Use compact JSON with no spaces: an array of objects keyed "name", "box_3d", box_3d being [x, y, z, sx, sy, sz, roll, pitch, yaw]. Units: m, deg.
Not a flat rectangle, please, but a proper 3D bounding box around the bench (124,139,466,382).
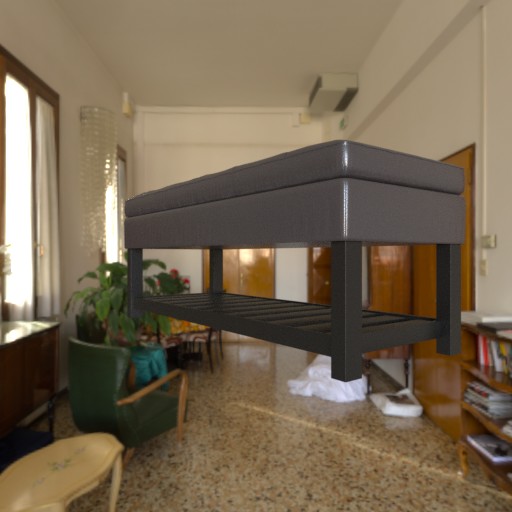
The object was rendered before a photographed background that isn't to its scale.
[{"name":"bench","box_3d":[0.000,0.000,1.357,0.432,0.460,1.105,0,0,-37]}]
